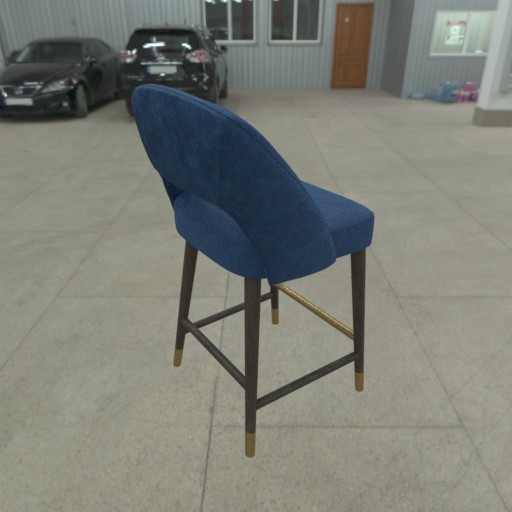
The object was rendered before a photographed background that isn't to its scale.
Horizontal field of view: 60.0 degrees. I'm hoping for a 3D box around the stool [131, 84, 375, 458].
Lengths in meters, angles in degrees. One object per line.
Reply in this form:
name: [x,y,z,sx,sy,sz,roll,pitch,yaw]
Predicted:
stool: [0.000,0.000,1.242,0.524,0.925,0.536,-18,32,-31]
